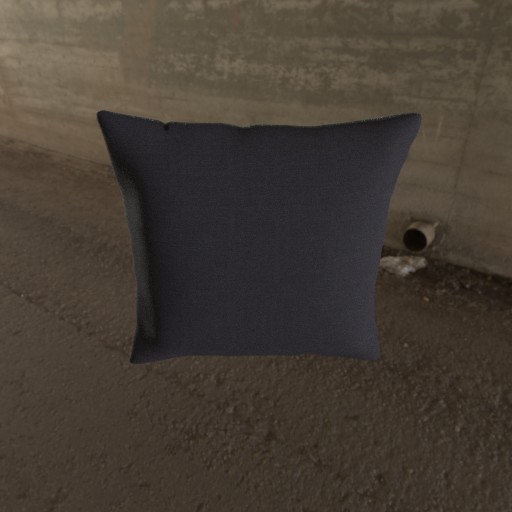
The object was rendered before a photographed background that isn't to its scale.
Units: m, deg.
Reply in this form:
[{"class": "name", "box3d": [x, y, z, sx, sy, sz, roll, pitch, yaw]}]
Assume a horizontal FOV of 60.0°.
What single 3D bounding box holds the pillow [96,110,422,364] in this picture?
[{"class": "pillow", "box3d": [0.000, 0.000, 0.670, 0.436, 0.430, 0.138, -1, 29, -2]}]
